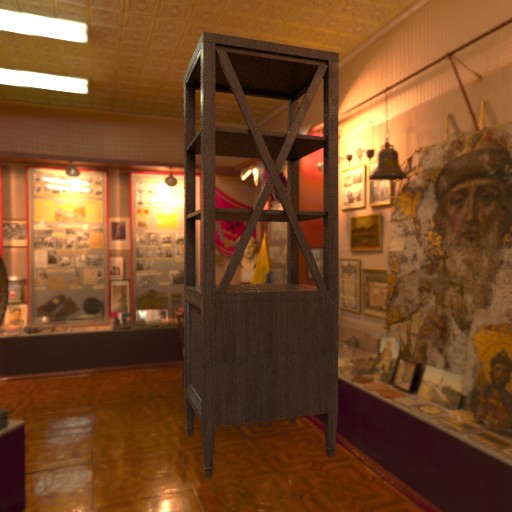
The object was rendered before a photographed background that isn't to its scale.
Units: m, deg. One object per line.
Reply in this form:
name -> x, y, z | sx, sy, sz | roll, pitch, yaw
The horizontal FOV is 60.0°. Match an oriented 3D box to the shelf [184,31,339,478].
shelf -> 0.000, 0.000, 2.021 | 0.584, 1.727, 0.472 | 0, 0, -18
